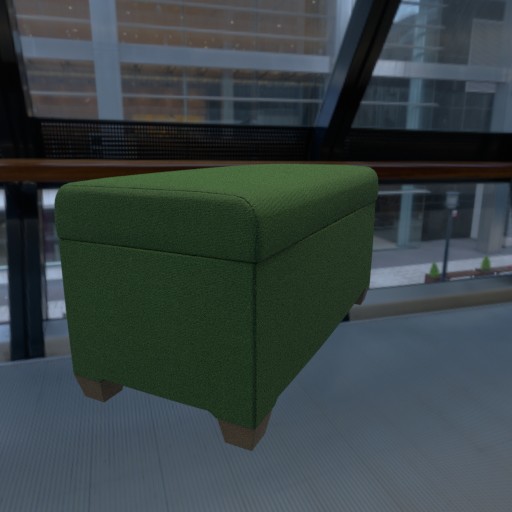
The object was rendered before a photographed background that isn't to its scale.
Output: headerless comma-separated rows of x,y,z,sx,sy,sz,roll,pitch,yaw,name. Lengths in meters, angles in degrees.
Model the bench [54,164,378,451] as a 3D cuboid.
0.000,0.000,1.276,0.505,0.501,0.989,7,16,25,bench
